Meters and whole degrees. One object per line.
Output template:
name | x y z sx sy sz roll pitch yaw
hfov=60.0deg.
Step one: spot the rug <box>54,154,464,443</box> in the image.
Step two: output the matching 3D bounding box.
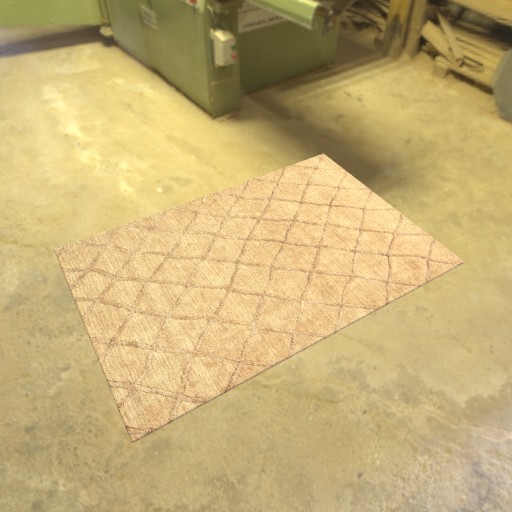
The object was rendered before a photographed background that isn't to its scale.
rug | 0.000 0.000 2.973 2.292 0.014 1.528 -23 50 -21
